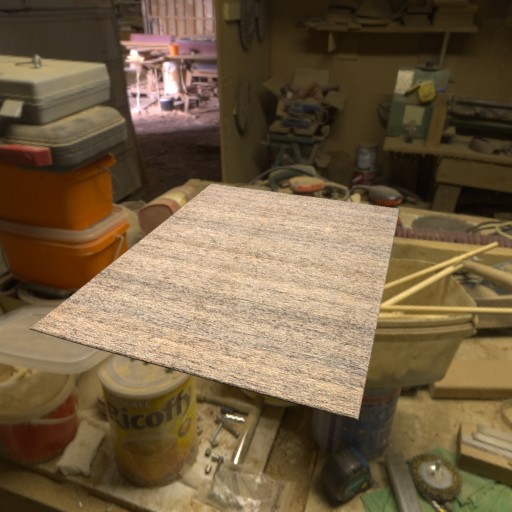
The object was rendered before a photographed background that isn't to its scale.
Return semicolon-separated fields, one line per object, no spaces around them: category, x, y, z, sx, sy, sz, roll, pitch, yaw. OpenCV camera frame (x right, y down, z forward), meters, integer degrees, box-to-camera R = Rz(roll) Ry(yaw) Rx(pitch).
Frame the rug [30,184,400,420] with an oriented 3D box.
rug;0.000;0.000;4.233;2.414;0.036;3.199;10;32;17
